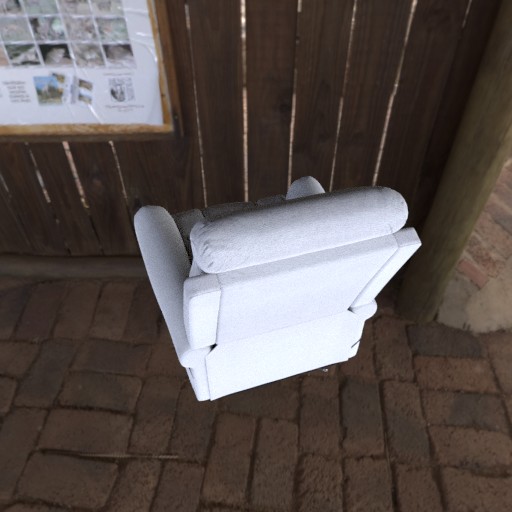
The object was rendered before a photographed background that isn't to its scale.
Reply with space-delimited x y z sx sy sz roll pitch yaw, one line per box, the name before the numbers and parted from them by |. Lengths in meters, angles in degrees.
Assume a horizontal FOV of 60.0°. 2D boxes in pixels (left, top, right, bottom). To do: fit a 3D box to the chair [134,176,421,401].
chair | 0.000 0.000 1.765 0.871 1.031 0.979 -13 44 -13
